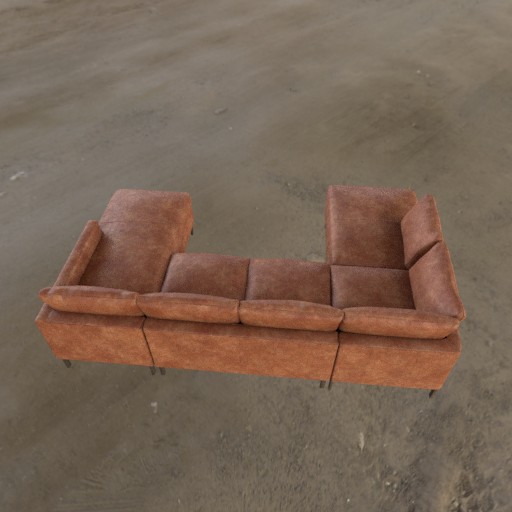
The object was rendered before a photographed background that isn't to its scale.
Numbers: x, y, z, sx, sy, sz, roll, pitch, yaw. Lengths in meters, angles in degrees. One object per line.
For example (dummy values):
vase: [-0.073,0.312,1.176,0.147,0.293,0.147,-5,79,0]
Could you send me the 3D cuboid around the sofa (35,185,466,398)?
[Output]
sofa: [0.000,0.000,3.797,2.956,0.900,1.939,4,46,4]
